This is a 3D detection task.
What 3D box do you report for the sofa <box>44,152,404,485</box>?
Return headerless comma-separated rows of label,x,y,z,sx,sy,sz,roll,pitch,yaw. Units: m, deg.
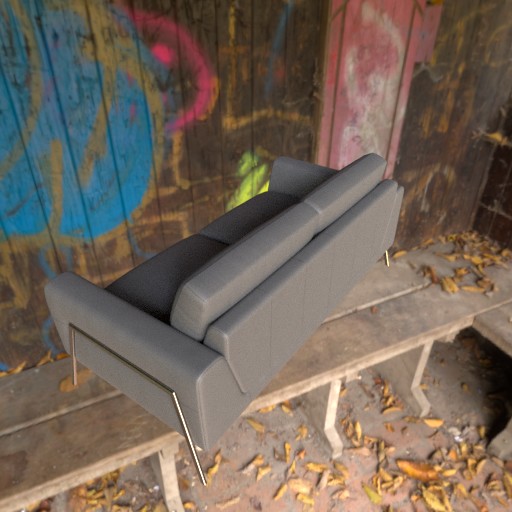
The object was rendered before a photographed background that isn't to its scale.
sofa,0.000,0.000,2.530,0.953,0.875,2.017,22,39,29
